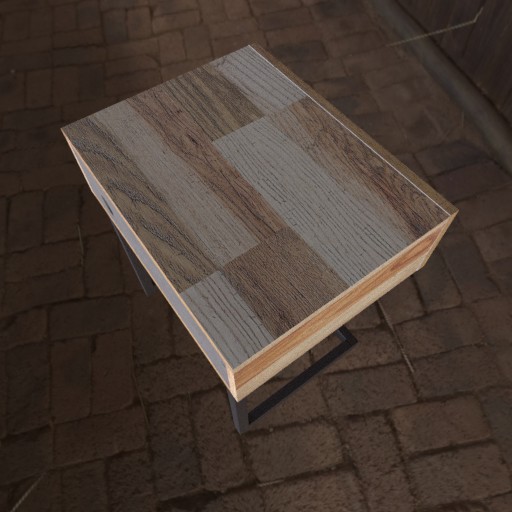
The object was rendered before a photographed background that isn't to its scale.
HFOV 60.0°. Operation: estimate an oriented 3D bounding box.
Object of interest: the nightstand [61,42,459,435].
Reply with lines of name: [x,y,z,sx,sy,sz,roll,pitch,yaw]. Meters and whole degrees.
nightstand: [0.000,0.000,1.038,0.481,0.632,0.558,-32,64,-18]
